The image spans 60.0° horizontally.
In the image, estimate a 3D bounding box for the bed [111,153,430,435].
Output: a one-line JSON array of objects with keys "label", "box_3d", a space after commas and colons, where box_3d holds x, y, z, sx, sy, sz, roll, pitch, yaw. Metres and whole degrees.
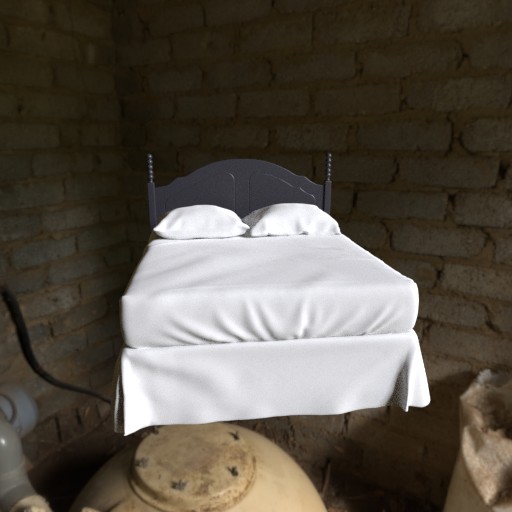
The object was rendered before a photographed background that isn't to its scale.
[{"label": "bed", "box_3d": [0.000, 0.000, 3.160, 1.873, 1.356, 2.040, -2, 15, -7]}]
